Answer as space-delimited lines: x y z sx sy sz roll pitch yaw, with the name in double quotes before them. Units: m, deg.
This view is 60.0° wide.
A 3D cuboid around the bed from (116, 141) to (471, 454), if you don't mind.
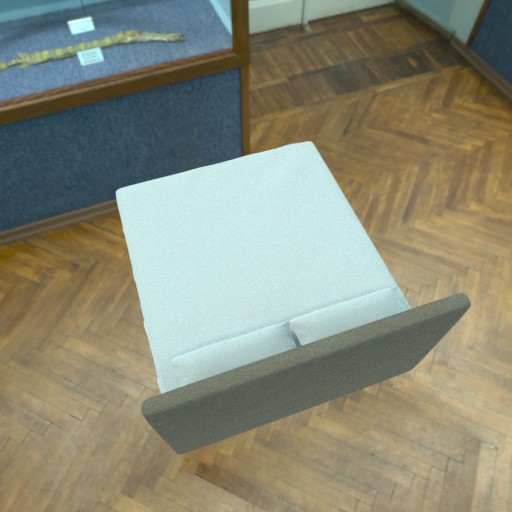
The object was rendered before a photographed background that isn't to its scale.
"bed" 0.000 0.000 3.638 2.119 1.317 2.341 -16 59 -10
